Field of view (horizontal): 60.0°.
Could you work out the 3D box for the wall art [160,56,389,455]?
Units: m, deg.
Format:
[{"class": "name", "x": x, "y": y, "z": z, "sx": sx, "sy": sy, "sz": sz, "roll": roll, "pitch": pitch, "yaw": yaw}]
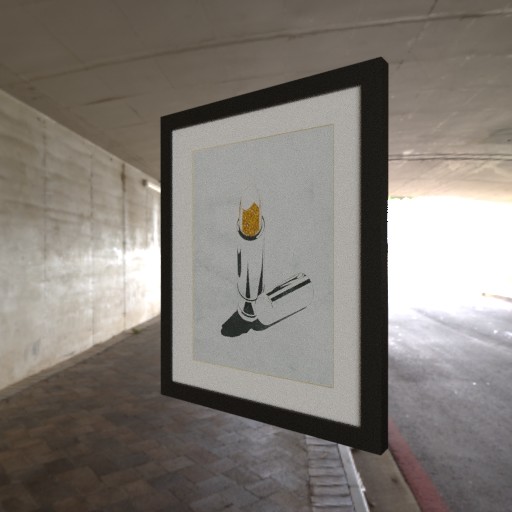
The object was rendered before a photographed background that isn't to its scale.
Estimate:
[{"class": "wall art", "x": 0.000, "y": 0.000, "z": 0.768, "sx": 0.457, "sy": 0.559, "sz": 0.029, "roll": 0, "pitch": 0, "yaw": 37}]
